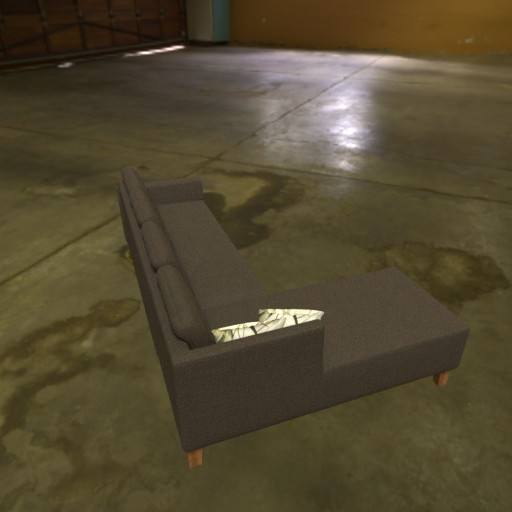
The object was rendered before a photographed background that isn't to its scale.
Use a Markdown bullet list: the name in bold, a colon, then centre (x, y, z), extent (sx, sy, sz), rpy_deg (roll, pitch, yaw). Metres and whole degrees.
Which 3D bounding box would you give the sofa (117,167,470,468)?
- **sofa**: centre (0.000, 0.000, 3.511), extent (1.829, 0.932, 2.679), rpy_deg (-11, 32, -18)
